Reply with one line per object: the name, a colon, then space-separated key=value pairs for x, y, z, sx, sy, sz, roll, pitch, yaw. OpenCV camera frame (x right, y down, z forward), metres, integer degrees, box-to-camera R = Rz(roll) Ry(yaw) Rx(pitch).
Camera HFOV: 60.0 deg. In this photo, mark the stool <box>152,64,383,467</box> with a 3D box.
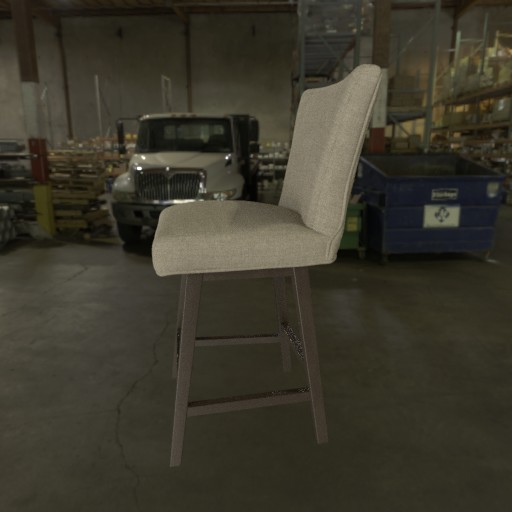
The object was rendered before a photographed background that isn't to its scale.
stool: x=0.000 y=0.000 z=1.320 sx=0.574 sy=1.000 sz=0.514 roll=-2 pitch=14 yaw=-10
